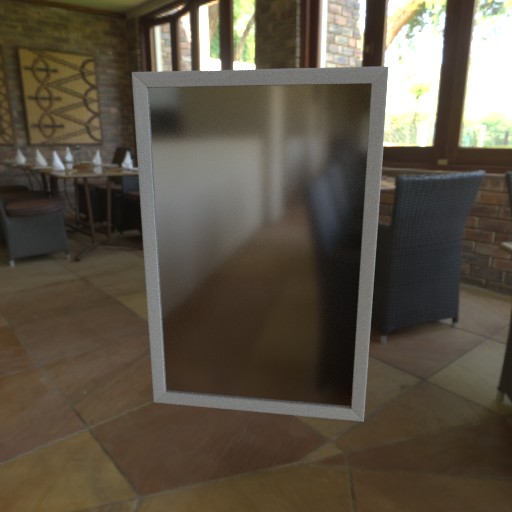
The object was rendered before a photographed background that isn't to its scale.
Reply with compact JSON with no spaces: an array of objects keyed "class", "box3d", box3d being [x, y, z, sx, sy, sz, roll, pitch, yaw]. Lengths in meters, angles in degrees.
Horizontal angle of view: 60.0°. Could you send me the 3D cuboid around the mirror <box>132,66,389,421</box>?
[{"class":"mirror","box3d":[0.000,0.000,1.174,0.609,0.915,0.040,2,15,8]}]
